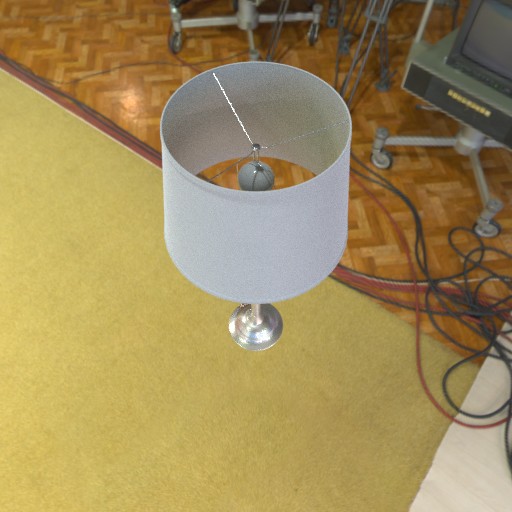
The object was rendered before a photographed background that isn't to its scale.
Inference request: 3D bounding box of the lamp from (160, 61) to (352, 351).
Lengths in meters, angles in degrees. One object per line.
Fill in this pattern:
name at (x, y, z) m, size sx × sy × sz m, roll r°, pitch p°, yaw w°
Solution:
lamp at (0.000, 0.000, 0.901) m, size 0.331 × 0.698 × 0.331 m, roll 0°, pitch 58°, yaw 0°
